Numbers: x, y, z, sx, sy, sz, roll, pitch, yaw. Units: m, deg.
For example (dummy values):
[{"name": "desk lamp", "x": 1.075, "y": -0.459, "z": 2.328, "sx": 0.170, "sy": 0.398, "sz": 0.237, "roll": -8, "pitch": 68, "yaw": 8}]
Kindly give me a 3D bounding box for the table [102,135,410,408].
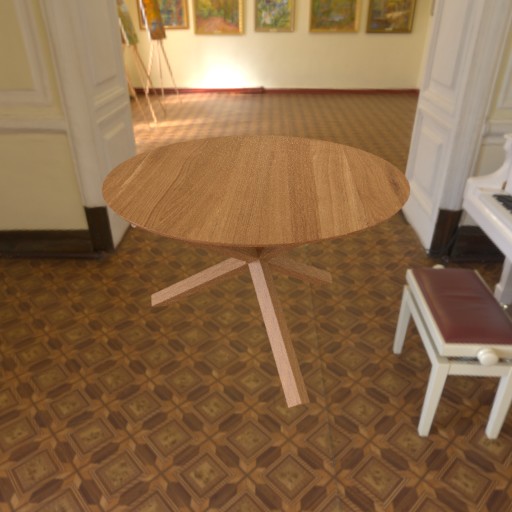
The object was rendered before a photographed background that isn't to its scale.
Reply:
[{"name": "table", "x": 0.000, "y": 0.000, "z": 1.723, "sx": 1.038, "sy": 0.666, "sz": 1.038, "roll": 0, "pitch": 30, "yaw": 0}]
